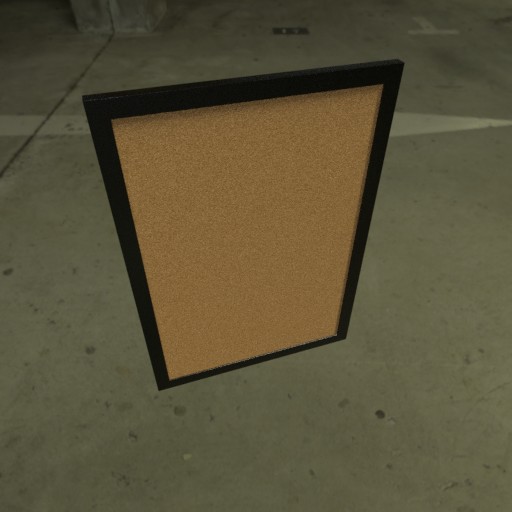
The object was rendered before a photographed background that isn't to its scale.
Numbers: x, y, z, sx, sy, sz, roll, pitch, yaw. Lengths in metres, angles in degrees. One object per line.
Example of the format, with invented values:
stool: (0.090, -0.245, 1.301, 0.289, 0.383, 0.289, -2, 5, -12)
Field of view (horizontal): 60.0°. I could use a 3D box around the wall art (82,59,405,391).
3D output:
wall art: (0.000, 0.000, 0.546, 0.304, 0.432, 0.013, -12, 43, -14)
